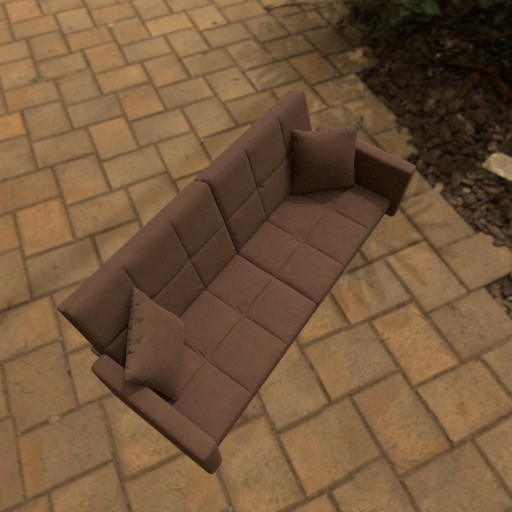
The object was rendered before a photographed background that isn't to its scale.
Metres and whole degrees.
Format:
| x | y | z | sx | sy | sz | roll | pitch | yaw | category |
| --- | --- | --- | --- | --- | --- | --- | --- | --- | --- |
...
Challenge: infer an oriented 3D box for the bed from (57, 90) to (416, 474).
| x | y | z | sx | sy | sz | roll | pitch | yaw | category |
| --- | --- | --- | --- | --- | --- | --- | --- | --- | --- |
| 0.000 | 0.000 | 2.358 | 0.889 | 0.787 | 1.905 | 31 | 62 | 19 | bed |
